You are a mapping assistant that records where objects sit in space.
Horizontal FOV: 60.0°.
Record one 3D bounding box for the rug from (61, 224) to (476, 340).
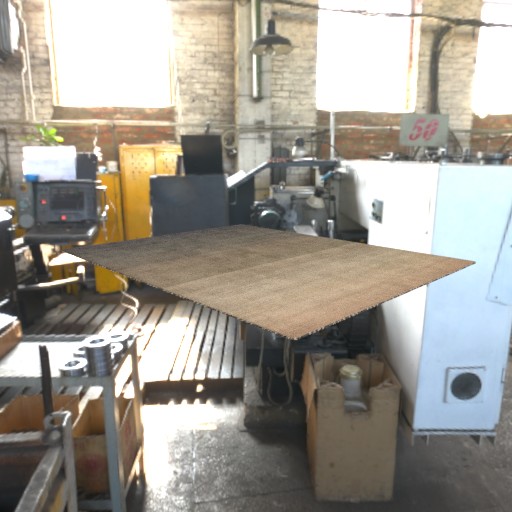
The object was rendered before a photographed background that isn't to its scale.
[{"bbox_3d":[0.000,0.000,3.909,2.306,0.017,2.902,-12,17,-43],"label":"rug"}]
